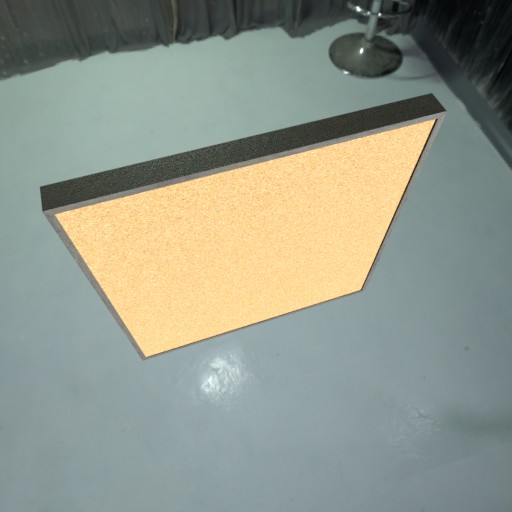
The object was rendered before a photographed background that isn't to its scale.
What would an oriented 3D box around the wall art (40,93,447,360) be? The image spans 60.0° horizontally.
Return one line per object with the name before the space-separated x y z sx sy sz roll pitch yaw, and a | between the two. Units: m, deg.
wall art | 0.000 0.000 0.753 0.507 0.507 0.037 -16 60 -10
